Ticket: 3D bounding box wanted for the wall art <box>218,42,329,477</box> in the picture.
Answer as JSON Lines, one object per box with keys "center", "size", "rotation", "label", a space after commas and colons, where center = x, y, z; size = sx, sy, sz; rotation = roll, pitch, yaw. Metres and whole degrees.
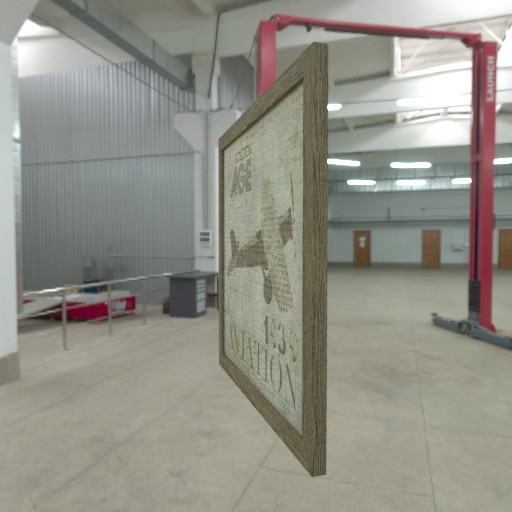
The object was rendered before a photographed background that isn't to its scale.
{"center": [0.000, 0.000, 0.761], "size": [0.019, 0.508, 0.508], "rotation": [-1, 2, -17], "label": "wall art"}
